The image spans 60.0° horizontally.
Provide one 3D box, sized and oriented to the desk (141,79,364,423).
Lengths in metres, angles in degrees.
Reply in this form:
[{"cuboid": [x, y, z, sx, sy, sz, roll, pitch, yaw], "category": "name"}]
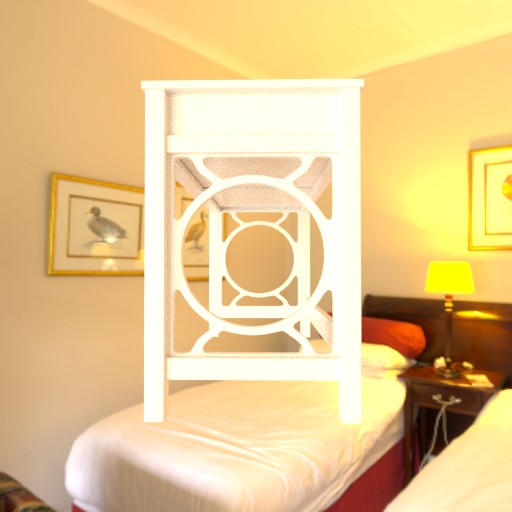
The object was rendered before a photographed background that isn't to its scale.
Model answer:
[{"cuboid": [0.000, 0.000, 1.569, 0.504, 0.762, 1.191, 0, -1, 1], "category": "desk"}]
